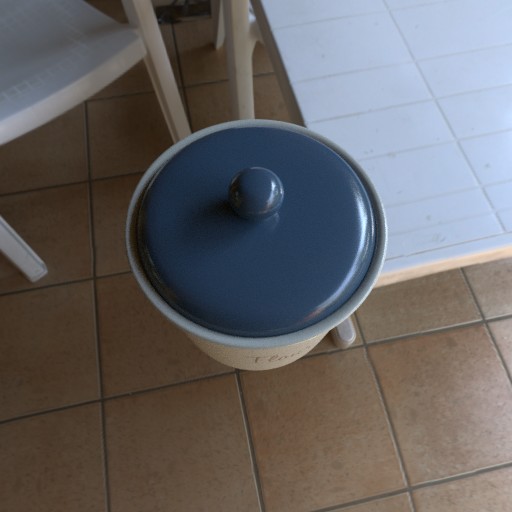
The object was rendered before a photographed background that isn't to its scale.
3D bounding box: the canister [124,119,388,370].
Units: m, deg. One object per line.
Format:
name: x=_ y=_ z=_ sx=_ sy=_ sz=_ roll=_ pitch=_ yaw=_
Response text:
canister: x=0.000 y=0.000 z=0.360 sx=0.182 sy=0.208 sz=0.182 roll=0 pitch=64 yaw=0
